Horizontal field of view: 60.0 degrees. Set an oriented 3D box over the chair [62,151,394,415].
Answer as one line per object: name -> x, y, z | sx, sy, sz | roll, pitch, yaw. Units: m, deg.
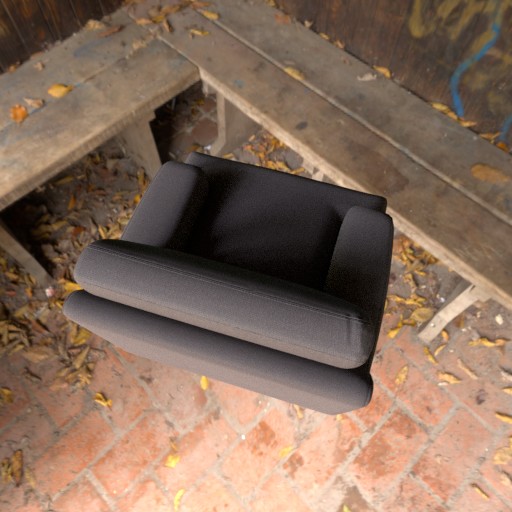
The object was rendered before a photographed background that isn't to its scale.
chair -> 0.000, 0.000, 1.994 | 1.168, 0.940, 1.143 | 15, 64, 8
